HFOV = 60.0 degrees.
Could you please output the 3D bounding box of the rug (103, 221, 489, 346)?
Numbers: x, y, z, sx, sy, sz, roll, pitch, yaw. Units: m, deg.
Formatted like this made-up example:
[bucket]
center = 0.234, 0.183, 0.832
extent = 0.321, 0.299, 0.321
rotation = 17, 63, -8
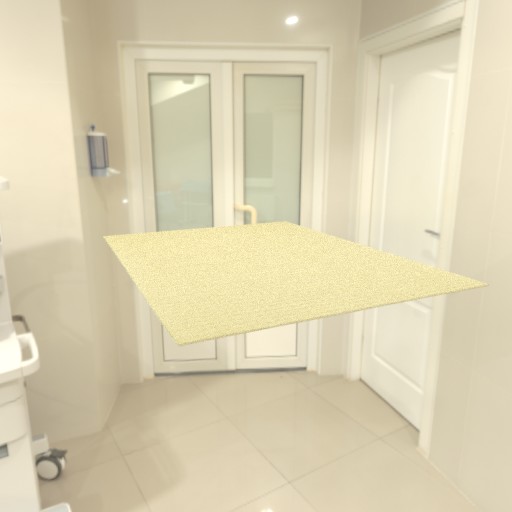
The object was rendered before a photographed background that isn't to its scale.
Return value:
[rug]
center = 0.000, 0.000, 4.277
extent = 2.452, 0.016, 3.204
rotation = -7, 15, -25
